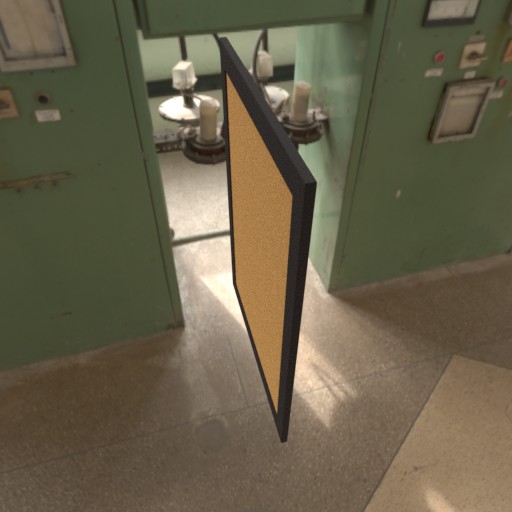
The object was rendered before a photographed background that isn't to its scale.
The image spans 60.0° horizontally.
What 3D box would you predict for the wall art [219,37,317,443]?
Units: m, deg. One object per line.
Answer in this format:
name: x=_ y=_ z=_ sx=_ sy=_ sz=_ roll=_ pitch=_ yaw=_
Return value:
wall art: x=0.000 y=0.000 z=0.694 sx=0.012 sy=0.529 sz=0.374 roll=-11 pitch=45 yaw=-11
